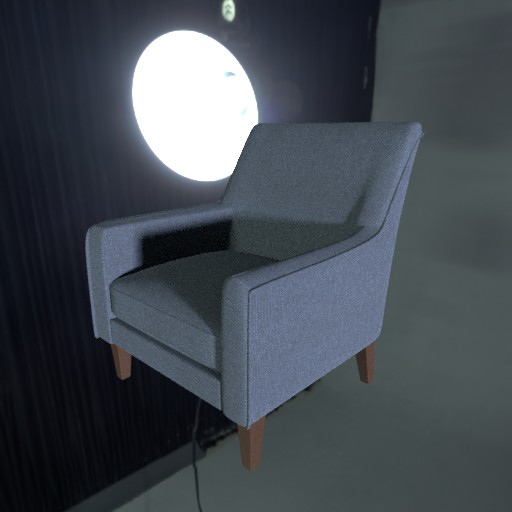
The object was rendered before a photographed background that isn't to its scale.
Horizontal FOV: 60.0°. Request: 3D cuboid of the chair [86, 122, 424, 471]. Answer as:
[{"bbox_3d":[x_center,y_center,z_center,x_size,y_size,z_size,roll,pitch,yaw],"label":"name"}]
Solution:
[{"bbox_3d":[0.000,0.000,1.585,0.780,0.919,0.899,15,22,41],"label":"chair"}]
